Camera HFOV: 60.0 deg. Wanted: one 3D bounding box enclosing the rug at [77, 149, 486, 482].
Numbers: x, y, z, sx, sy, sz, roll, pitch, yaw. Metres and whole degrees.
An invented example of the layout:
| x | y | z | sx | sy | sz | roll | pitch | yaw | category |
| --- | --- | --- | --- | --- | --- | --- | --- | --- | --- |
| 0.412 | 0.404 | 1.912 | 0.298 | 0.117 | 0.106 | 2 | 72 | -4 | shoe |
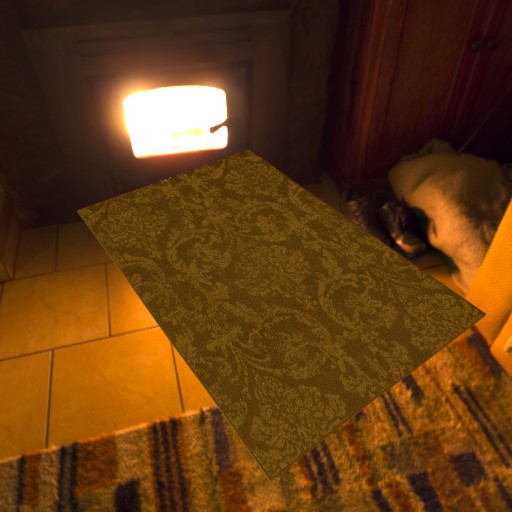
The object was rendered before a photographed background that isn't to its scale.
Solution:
| x | y | z | sx | sy | sz | roll | pitch | yaw | category |
| --- | --- | --- | --- | --- | --- | --- | --- | --- | --- |
| 0.000 | 0.000 | 2.249 | 1.206 | 0.012 | 1.824 | -26 | 48 | -26 | rug |
